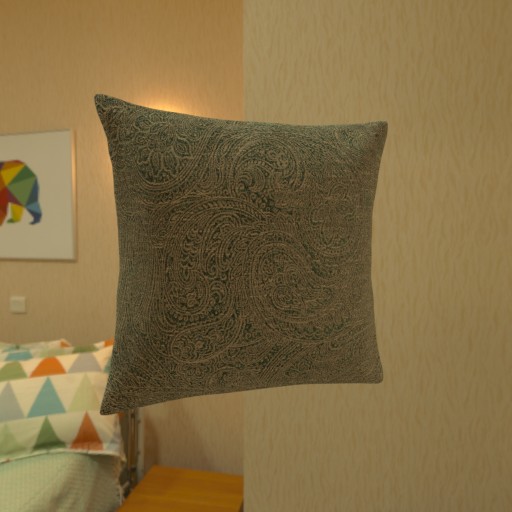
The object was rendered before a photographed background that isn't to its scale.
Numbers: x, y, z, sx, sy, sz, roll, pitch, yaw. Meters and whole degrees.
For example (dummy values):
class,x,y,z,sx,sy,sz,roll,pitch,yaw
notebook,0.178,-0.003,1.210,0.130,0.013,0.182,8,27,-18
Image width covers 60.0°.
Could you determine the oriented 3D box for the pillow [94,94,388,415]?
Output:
class,x,y,z,sx,sy,sz,roll,pitch,yaw
pillow,0.000,0.000,0.777,0.526,0.507,0.166,-1,3,-18
